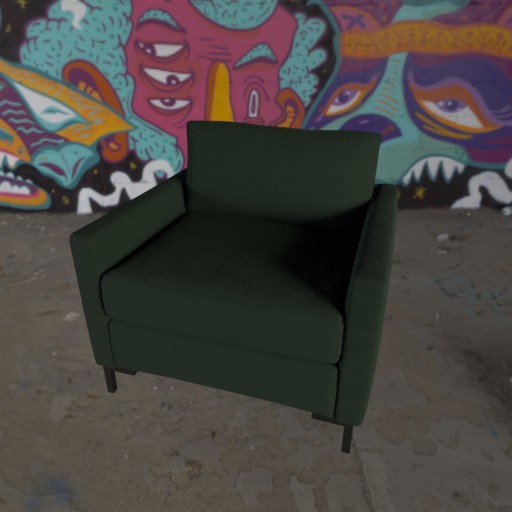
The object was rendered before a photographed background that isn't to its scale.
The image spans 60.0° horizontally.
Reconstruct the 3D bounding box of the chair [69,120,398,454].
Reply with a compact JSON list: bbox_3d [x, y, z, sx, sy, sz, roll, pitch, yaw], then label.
[{"bbox_3d":[0.000,0.000,1.643,0.963,0.861,0.866,8,28,16],"label":"chair"}]
